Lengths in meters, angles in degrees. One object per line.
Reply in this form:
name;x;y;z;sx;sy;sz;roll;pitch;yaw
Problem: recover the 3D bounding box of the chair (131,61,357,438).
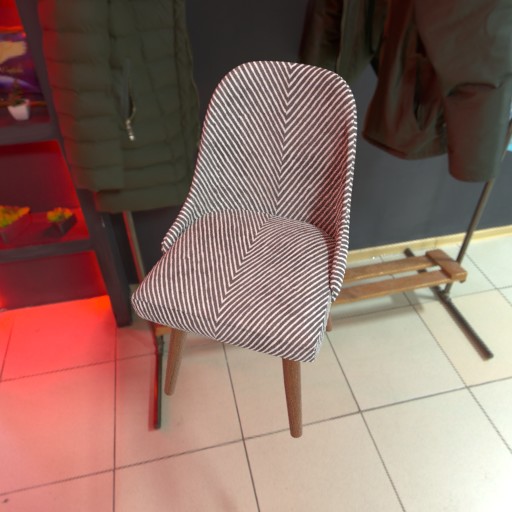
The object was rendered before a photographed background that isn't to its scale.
chair;0.000;0.000;1.260;0.504;0.883;0.591;13;43;14
